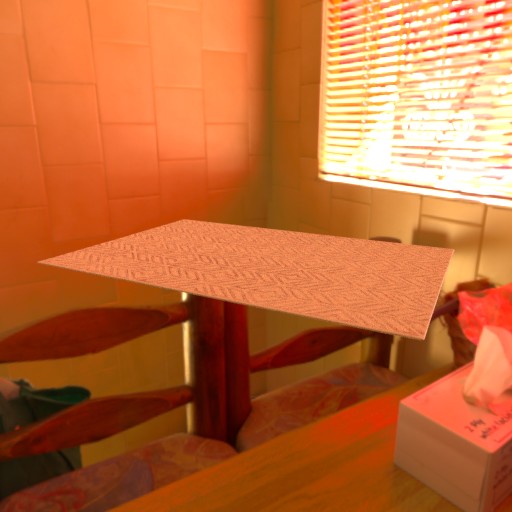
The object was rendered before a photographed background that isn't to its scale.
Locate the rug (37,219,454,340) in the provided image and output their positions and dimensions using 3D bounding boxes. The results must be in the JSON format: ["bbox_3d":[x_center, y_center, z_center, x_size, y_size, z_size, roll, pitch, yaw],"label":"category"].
[{"bbox_3d":[0.000,0.000,2.324,1.828,0.007,1.220,8,18,26],"label":"rug"}]
